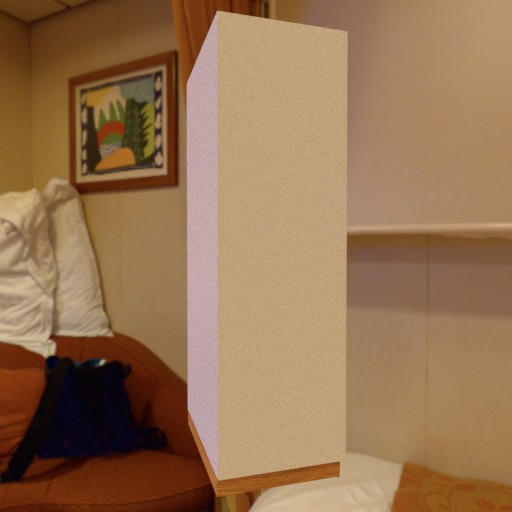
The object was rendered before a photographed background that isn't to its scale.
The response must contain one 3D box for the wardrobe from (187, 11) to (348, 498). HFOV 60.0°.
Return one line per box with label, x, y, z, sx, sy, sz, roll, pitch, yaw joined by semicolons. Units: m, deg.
wardrobe;0.000;0.000;2.345;0.600;2.040;0.860;0;1;-17
